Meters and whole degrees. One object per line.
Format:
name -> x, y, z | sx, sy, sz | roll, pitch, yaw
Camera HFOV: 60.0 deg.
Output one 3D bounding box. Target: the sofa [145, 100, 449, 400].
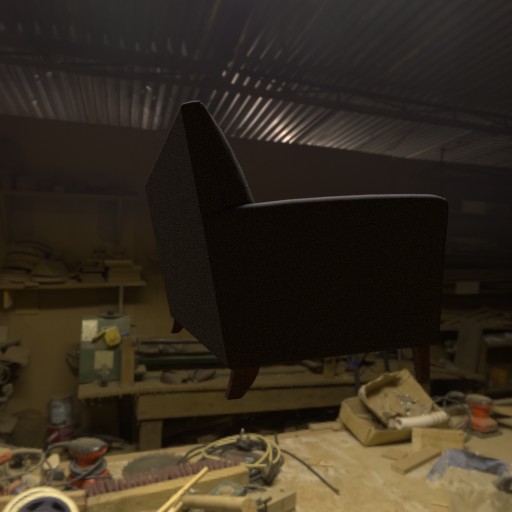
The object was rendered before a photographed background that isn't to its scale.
sofa -> 0.000, 0.000, 1.975 | 0.871, 0.846, 1.420 | 0, -1, -18
